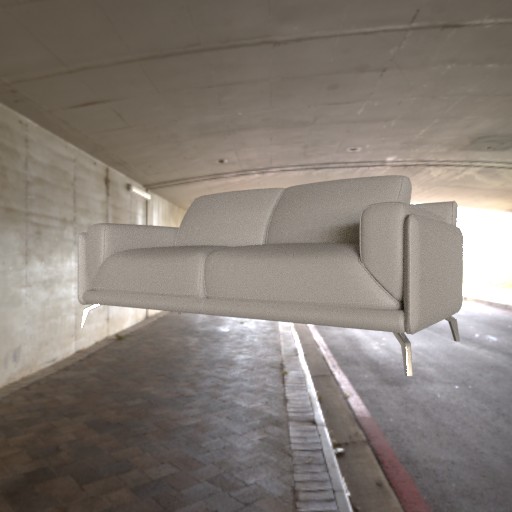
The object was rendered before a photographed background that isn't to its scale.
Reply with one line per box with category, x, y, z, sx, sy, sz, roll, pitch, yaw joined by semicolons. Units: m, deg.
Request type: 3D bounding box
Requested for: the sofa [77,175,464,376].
sofa;0.000;0.000;2.575;2.101;0.930;1.049;0;-1;35
